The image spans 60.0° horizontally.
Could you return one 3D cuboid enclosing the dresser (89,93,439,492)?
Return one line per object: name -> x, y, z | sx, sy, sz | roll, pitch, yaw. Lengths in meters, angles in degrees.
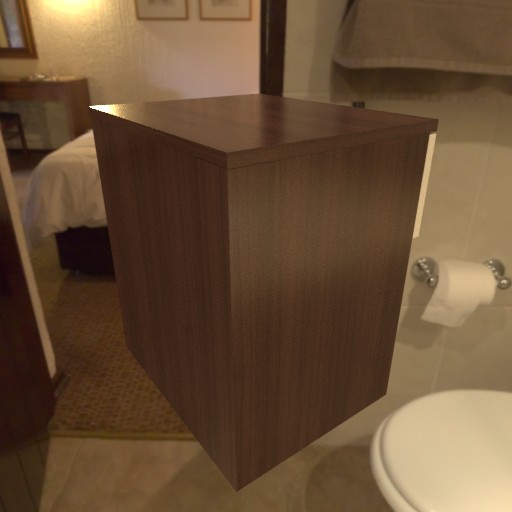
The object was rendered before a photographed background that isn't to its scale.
dresser -> 0.000, 0.000, 0.752 | 0.360, 0.470, 0.400 | -18, 31, -32
